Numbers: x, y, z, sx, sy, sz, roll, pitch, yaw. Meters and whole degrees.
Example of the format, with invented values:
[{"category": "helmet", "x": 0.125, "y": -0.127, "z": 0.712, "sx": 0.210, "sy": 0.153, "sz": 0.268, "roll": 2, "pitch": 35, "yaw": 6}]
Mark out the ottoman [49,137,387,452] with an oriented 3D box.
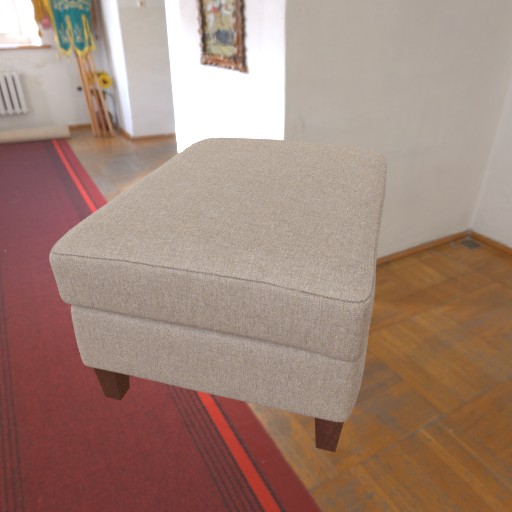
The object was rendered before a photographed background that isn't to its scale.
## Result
[{"category": "ottoman", "x": 0.000, "y": 0.000, "z": 1.294, "sx": 0.677, "sy": 0.519, "sz": 0.898, "roll": 8, "pitch": 31, "yaw": 14}]
